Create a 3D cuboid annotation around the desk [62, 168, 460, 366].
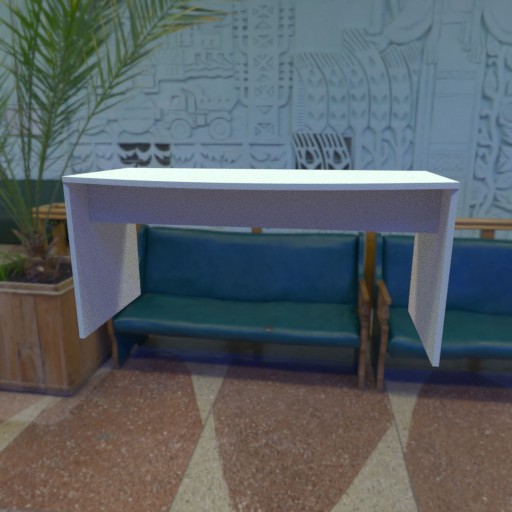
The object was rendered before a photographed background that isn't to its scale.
[{"bbox_3d":[0.000,0.000,2.076,1.600,0.750,0.802,2,15,9],"label":"desk"}]
